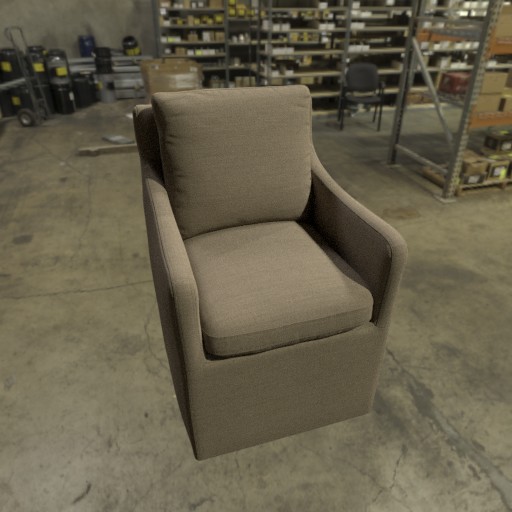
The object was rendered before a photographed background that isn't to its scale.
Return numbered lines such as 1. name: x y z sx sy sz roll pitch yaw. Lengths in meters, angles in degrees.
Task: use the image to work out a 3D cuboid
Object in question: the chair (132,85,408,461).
1. chair: 0.000 0.000 1.372 0.626 0.914 0.694 -9 32 -15
